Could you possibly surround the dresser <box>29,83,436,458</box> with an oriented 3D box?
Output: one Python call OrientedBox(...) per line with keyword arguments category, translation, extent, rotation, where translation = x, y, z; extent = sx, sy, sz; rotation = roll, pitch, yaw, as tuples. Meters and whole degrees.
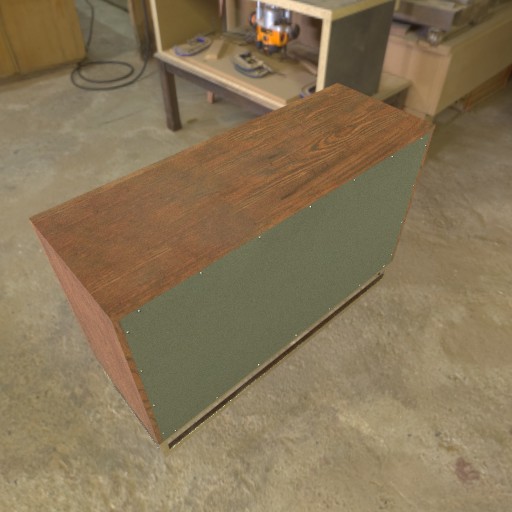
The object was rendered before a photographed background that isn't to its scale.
OrientedBox(category="dresser", translation=(0.000, 0.000, 2.173), extent=(1.646, 1.061, 0.623), rotation=(-32, 53, -28))
